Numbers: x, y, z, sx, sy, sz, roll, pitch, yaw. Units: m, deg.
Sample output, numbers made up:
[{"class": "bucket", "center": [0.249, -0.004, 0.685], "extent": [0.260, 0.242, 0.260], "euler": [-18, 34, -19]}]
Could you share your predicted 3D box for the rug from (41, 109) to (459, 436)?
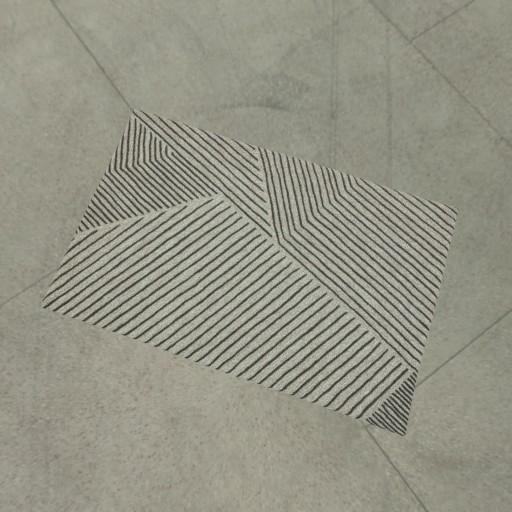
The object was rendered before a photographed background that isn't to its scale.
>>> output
[{"class": "rug", "center": [0.000, 0.000, 2.936], "extent": [2.406, 0.023, 1.539], "euler": [18, 75, 5]}]
